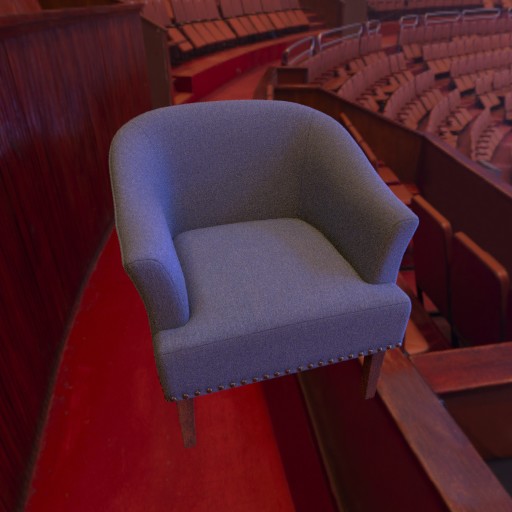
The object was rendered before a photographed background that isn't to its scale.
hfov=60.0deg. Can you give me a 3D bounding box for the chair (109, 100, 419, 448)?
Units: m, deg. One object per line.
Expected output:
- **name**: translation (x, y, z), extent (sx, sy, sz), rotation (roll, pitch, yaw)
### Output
- **chair**: translation (0.000, 0.000, 1.398), extent (0.798, 0.815, 0.704), rotation (-9, 32, -15)
